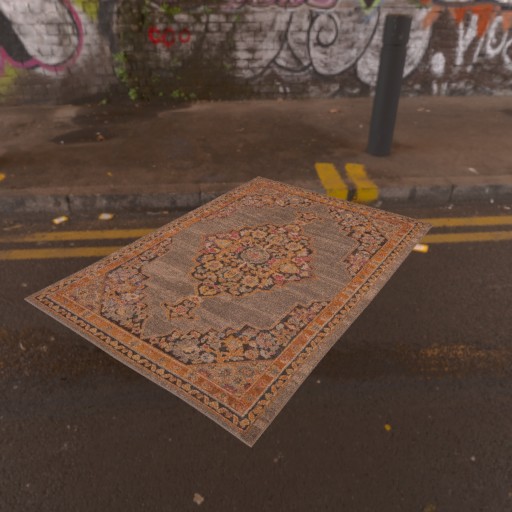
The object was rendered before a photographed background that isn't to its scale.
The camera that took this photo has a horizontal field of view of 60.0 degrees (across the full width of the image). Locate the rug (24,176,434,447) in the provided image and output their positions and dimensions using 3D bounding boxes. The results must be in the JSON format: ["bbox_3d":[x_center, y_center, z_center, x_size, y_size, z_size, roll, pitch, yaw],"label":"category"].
[{"bbox_3d":[0.000,0.000,3.686,2.043,0.026,2.901,21,38,30],"label":"rug"}]
